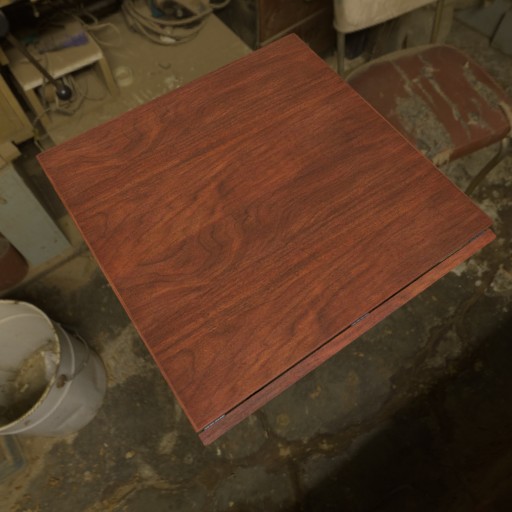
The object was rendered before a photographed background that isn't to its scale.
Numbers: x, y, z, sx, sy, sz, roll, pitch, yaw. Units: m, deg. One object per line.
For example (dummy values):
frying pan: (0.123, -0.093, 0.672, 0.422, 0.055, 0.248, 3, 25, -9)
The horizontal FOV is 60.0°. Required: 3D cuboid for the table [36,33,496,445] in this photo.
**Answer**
table: (0.000, 0.000, 1.416, 0.812, 0.763, 0.843, -32, 68, -14)
